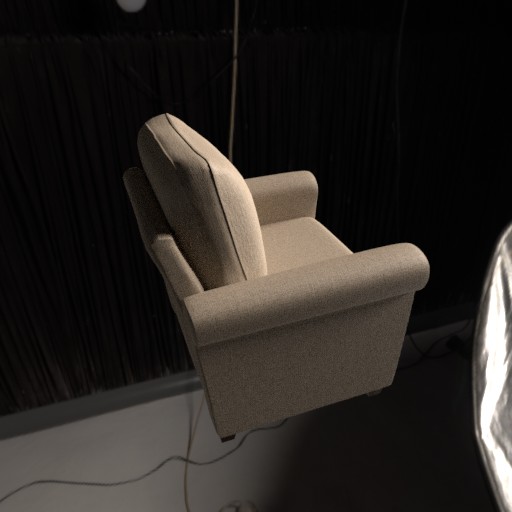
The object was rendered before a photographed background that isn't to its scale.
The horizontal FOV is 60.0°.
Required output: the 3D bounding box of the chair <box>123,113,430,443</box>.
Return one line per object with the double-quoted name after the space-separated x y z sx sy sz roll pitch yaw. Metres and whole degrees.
0.000 0.000 2.338 1.180 1.349 1.275 -11 32 -18 "chair"
